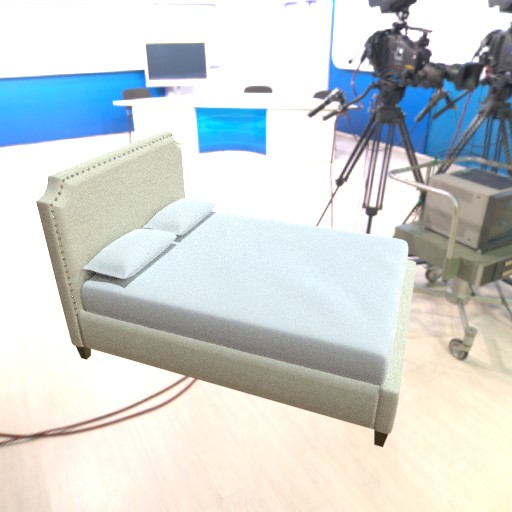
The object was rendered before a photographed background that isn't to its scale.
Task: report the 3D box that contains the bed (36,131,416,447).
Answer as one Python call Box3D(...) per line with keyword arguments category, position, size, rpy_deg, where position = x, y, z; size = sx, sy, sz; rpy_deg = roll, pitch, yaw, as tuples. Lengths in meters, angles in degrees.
Box3D(category="bed", position=(0.000, 0.000, 3.451), size=(2.381, 1.457, 1.713), rpy_deg=(10, 30, 18))
